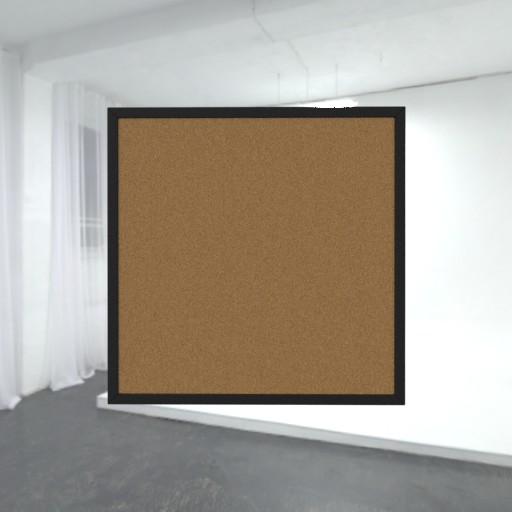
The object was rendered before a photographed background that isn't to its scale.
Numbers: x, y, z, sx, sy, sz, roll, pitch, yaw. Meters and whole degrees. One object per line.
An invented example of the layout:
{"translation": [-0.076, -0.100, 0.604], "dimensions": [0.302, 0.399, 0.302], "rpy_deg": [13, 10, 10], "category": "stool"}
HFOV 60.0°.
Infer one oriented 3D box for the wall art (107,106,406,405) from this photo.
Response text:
{"translation": [0.000, 0.000, 1.152], "dimensions": [0.763, 0.763, 0.037], "rpy_deg": [0, 0, 1], "category": "wall art"}
